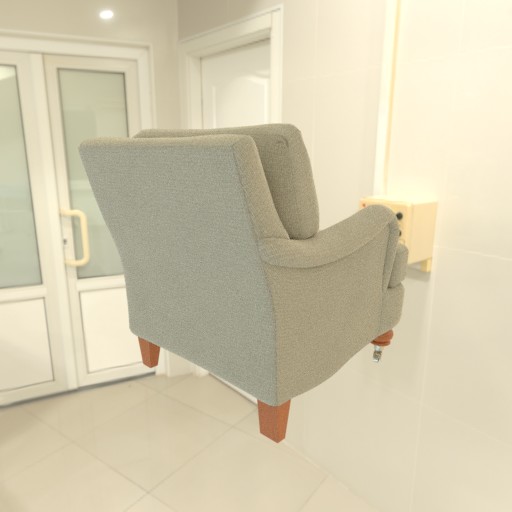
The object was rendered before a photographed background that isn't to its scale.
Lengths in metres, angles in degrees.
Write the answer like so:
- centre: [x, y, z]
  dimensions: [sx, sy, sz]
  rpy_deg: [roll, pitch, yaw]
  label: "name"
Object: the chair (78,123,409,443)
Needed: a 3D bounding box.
- centre: [0.000, 0.000, 1.876]
  dimensions: [0.955, 1.038, 1.070]
  rpy_deg: [13, 19, 42]
  label: "chair"
